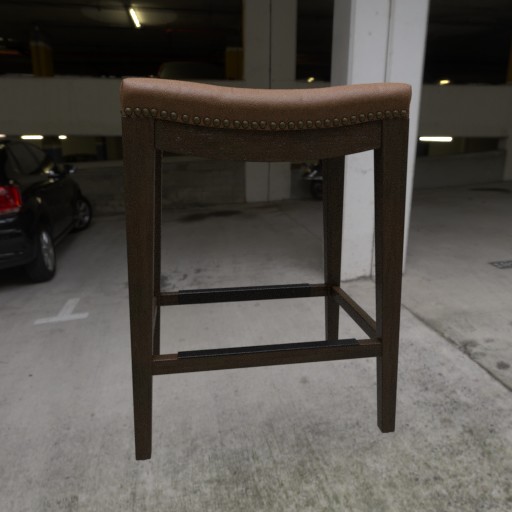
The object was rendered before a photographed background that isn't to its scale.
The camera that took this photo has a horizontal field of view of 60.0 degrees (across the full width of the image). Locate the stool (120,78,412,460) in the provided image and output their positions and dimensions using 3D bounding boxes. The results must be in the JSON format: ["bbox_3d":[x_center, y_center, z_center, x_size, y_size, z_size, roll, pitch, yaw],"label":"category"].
[{"bbox_3d":[0.000,0.000,0.926,0.500,0.660,0.361,-2,16,-9],"label":"stool"}]
